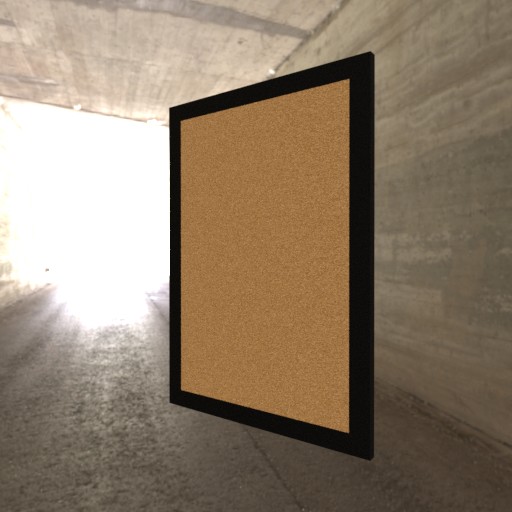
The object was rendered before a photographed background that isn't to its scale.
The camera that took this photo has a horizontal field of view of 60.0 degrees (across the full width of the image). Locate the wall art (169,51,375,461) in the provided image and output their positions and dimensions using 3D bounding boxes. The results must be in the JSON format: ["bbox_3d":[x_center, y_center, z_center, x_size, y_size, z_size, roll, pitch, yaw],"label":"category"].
[{"bbox_3d":[0.000,0.000,0.597,0.326,0.459,0.011,0,0,36],"label":"wall art"}]
